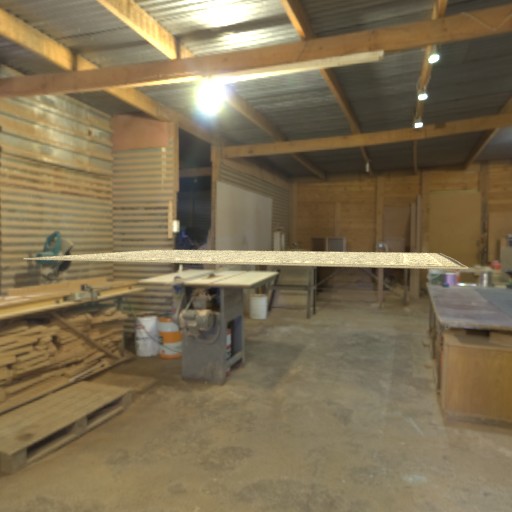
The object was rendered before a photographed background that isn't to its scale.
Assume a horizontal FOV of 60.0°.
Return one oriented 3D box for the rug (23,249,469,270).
[{"bbox_3d":[0.000,0.000,2.992,2.438,0.011,1.524,1,3,18],"label":"rug"}]
